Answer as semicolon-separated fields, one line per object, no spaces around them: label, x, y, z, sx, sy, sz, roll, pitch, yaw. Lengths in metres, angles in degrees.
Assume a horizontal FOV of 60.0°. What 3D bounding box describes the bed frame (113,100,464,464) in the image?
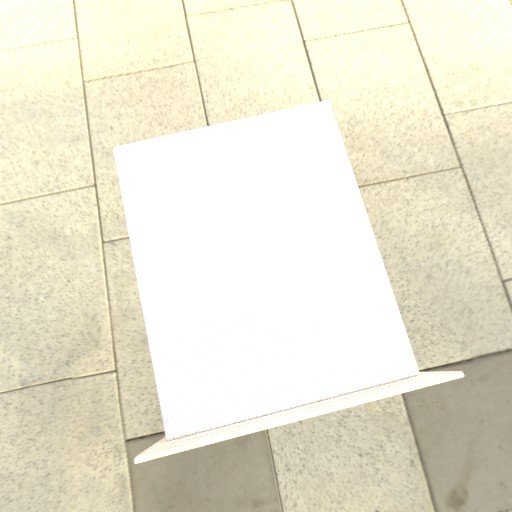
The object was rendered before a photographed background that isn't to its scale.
bed frame;0.000;0.000;3.027;1.800;0.900;2.080;-13;75;-4
